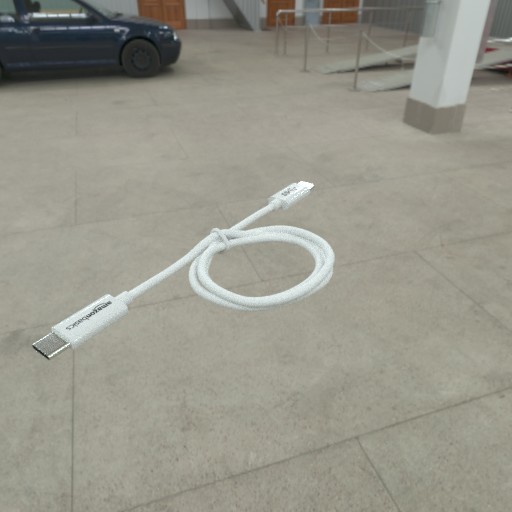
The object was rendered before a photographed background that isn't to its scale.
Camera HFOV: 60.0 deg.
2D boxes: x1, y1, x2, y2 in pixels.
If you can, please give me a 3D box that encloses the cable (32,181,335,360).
[{"bbox_3d":[0.000,0.000,0.207,0.070,0.014,0.186,21,38,30],"label":"cable"}]
